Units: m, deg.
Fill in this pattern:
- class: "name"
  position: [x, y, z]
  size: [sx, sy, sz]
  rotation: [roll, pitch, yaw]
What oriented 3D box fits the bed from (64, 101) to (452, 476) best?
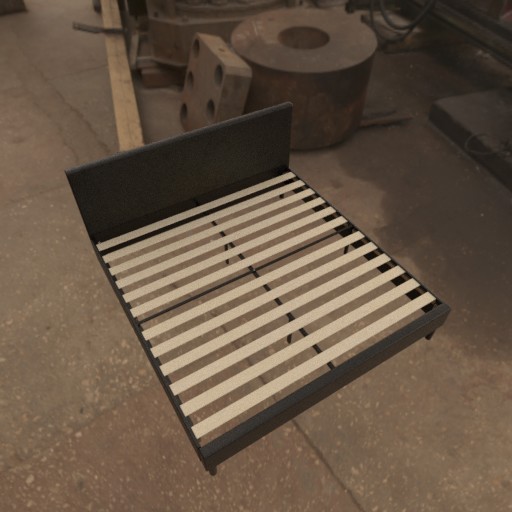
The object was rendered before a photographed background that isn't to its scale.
- class: "bed"
  position: [0.000, 0.000, 3.376]
  size: [2.018, 1.046, 2.152]
  rotation: [-24, 51, -21]
